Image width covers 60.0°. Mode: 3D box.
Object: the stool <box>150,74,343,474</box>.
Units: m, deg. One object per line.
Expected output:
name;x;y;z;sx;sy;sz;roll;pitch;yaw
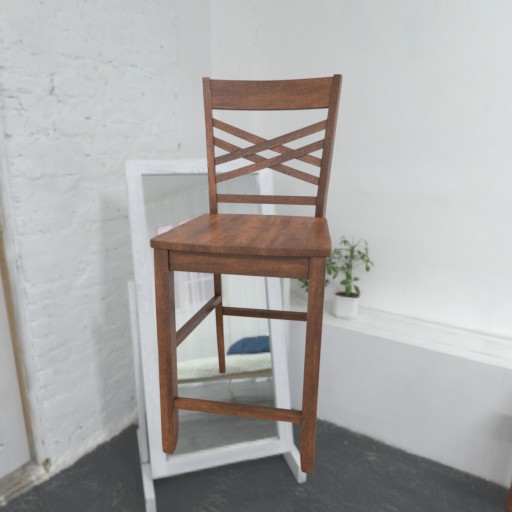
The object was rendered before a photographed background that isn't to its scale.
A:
stool;0.000;0.000;1.352;0.462;1.079;0.539;3;16;11
